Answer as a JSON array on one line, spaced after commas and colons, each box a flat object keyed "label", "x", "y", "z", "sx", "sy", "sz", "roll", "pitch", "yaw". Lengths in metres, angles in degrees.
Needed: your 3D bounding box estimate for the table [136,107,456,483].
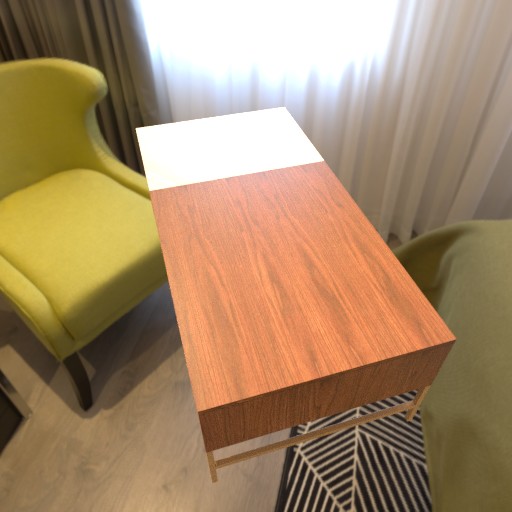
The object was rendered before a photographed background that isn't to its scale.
[{"label": "table", "x": 0.000, "y": 0.000, "z": 1.970, "sx": 0.789, "sy": 0.551, "sz": 1.553, "roll": -12, "pitch": 46, "yaw": -12}]
